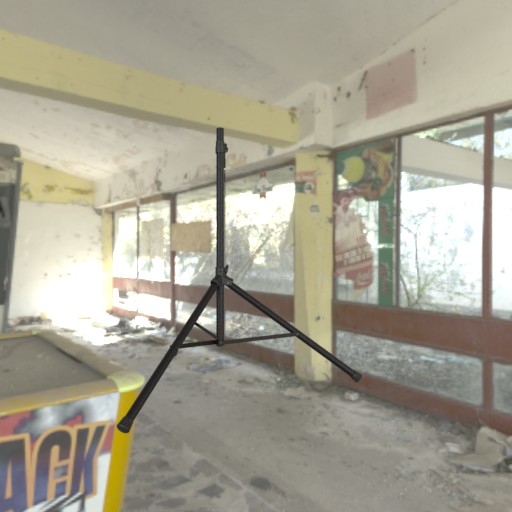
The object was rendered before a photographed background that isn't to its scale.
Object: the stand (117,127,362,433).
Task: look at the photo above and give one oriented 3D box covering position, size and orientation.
[{"bbox_3d":[0.000,0.000,2.770,1.339,1.595,1.596,0,0,-1],"label":"stand"}]
